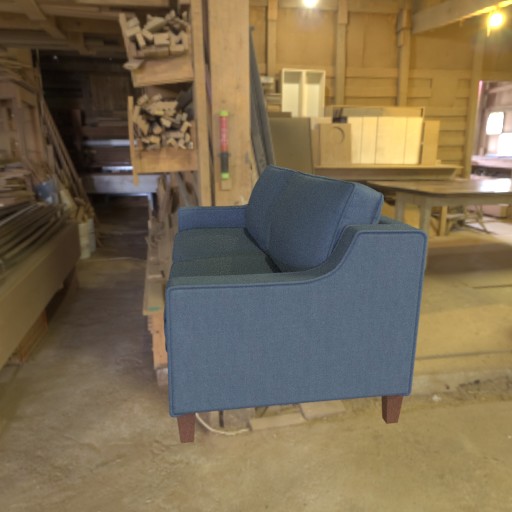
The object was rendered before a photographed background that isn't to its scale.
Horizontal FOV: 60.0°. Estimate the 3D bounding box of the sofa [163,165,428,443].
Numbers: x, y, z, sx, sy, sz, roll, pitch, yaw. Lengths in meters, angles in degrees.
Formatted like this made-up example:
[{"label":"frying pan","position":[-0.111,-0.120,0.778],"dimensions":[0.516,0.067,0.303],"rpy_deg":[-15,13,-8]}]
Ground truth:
[{"label":"sofa","position":[0.000,0.000,2.807],"dimensions":[1.066,1.071,2.178],"rpy_deg":[-2,14,-8]}]
